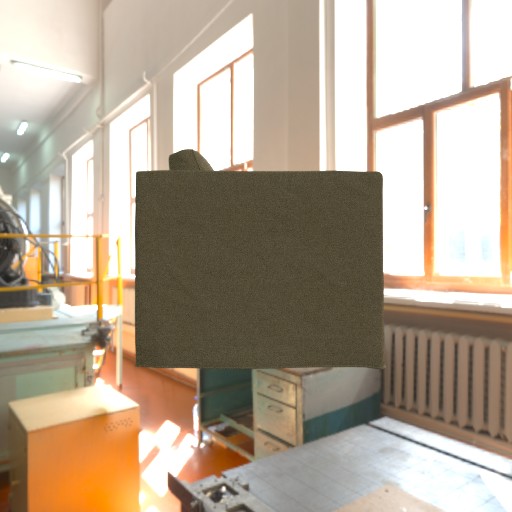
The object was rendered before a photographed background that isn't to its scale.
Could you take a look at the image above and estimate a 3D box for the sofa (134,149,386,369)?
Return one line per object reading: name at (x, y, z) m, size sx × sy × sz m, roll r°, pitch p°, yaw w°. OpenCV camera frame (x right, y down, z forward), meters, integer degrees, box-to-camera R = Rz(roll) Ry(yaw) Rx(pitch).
sofa at (0.000, 0.000, 2.735) m, size 0.956 × 0.847 × 2.296 m, roll 0°, pitch -1°, yaw -1°
